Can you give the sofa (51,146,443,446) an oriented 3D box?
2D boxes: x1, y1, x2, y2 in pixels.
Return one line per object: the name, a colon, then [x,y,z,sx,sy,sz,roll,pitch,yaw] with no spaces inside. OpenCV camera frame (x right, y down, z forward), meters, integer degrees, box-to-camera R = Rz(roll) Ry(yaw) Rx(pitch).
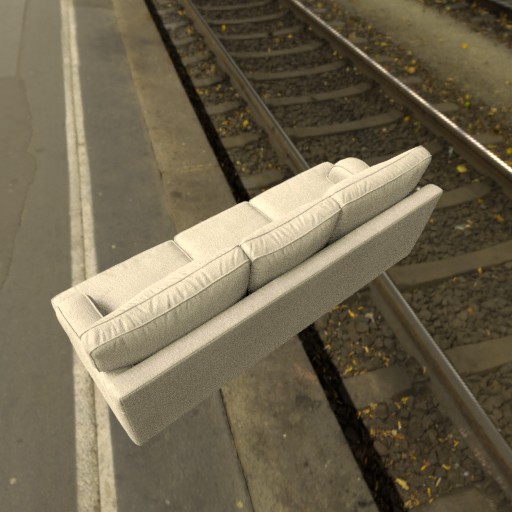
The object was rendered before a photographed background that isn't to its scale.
sofa: [0.000,0.000,2.798,2.323,0.991,1.016,-30,52,-26]
